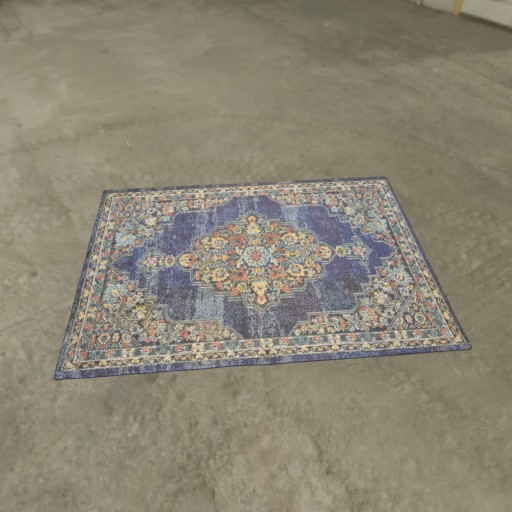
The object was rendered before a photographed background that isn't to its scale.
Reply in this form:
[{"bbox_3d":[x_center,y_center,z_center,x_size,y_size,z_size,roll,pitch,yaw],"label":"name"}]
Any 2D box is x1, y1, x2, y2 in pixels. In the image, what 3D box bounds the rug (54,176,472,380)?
[{"bbox_3d":[0.000,0.000,2.911,2.232,0.009,1.630,-3,45,-3],"label":"rug"}]
